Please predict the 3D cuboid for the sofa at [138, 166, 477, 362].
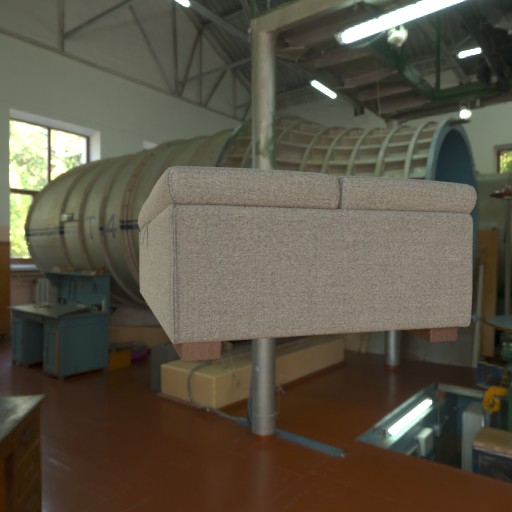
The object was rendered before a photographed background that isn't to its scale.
[{"bbox_3d":[0.000,0.000,1.600,0.817,0.434,1.250,0,0,-18],"label":"sofa"}]
